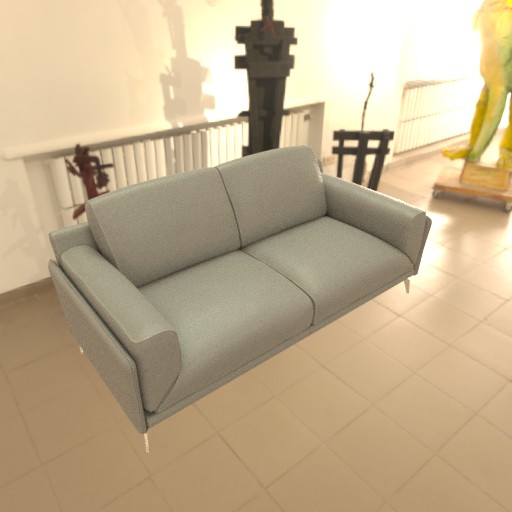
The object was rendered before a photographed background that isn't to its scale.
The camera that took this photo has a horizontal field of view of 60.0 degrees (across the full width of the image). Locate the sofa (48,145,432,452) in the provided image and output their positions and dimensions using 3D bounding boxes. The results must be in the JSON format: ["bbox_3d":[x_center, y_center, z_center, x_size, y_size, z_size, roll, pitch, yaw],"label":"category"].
[{"bbox_3d":[0.000,0.000,2.671,2.101,0.930,1.049,-22,37,-33],"label":"sofa"}]
